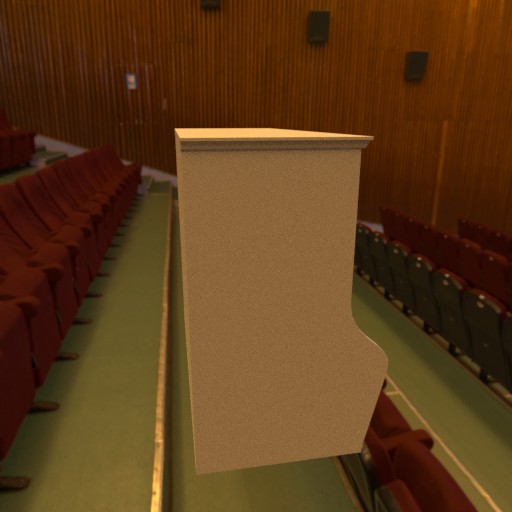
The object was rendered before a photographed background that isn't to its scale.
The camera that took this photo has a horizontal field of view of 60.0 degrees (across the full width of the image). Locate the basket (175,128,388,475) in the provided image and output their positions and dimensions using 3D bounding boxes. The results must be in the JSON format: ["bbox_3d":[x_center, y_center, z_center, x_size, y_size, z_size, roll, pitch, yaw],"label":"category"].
[{"bbox_3d":[0.000,0.000,1.153,0.376,0.625,0.792,-3,17,-10],"label":"basket"}]
